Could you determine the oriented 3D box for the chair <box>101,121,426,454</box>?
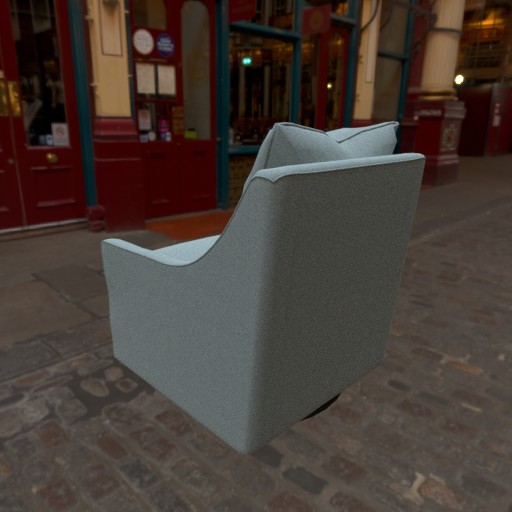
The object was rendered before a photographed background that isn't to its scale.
[{"bbox_3d":[0.000,0.000,1.592,0.760,0.926,0.870,-16,23,-42],"label":"chair"}]
